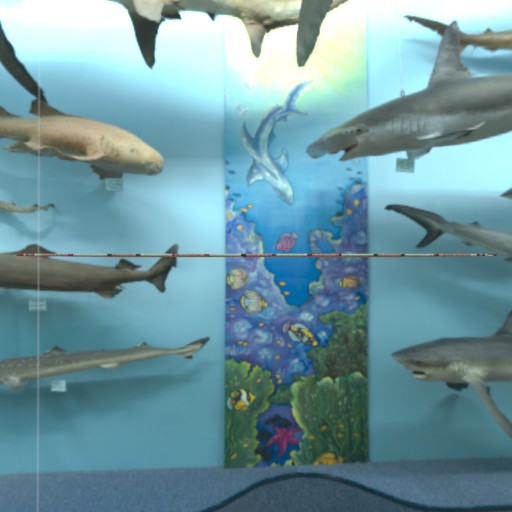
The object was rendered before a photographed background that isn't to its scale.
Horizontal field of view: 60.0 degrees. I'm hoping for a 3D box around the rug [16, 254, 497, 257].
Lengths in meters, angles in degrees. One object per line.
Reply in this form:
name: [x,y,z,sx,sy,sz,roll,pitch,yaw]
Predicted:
rug: [0.000,0.000,2.280,1.817,0.008,1.223,0,0,-1]
